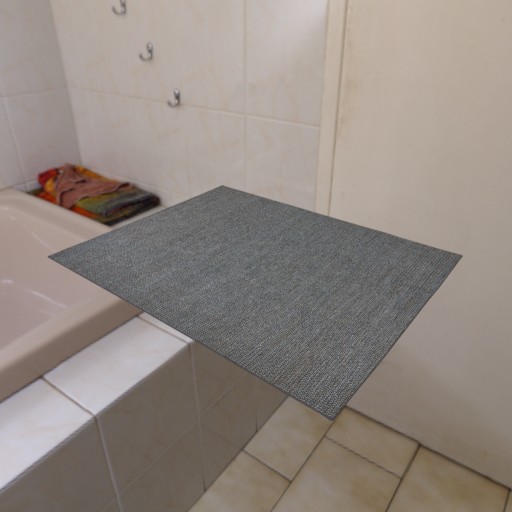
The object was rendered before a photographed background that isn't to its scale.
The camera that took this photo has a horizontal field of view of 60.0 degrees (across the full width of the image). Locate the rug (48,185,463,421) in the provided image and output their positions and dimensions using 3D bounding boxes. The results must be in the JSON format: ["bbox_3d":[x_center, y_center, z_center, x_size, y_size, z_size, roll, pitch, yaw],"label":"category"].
[{"bbox_3d":[0.000,0.000,4.173,3.068,0.021,2.456,21,36,33],"label":"rug"}]
